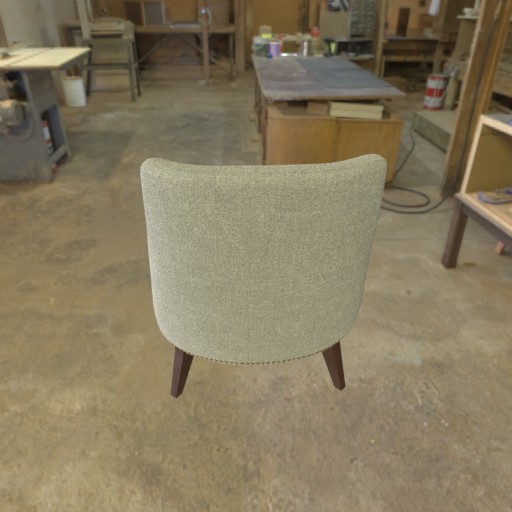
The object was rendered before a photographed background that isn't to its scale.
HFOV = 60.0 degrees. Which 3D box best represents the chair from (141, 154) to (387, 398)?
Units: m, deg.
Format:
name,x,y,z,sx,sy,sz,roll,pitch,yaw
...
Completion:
name,x,y,z,sx,sy,sz,roll,pitch,yaw
chair,0.000,0.000,1.503,0.701,0.909,0.861,-2,30,-3
